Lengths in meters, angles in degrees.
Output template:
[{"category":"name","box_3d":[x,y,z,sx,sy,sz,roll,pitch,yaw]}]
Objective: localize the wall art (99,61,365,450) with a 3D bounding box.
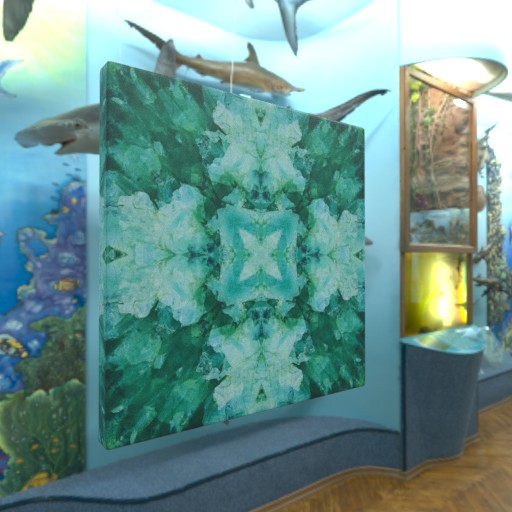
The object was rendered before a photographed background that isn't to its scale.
[{"category":"wall art","box_3d":[0.000,0.000,0.738,0.507,0.508,0.038,0,-1,-36]}]
